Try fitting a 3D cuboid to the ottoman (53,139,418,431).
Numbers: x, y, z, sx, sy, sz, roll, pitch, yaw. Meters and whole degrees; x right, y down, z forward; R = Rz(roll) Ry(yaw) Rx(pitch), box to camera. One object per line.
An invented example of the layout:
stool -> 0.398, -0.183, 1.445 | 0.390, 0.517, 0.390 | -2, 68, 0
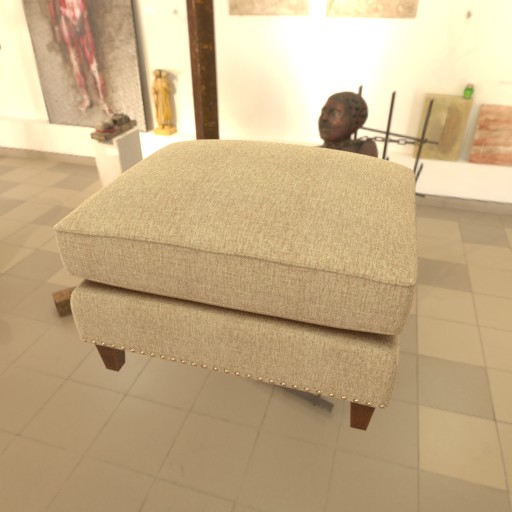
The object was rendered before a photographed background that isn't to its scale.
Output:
ottoman -> 0.000, 0.000, 1.157 | 0.741, 0.513, 0.584 | 9, 33, 14
